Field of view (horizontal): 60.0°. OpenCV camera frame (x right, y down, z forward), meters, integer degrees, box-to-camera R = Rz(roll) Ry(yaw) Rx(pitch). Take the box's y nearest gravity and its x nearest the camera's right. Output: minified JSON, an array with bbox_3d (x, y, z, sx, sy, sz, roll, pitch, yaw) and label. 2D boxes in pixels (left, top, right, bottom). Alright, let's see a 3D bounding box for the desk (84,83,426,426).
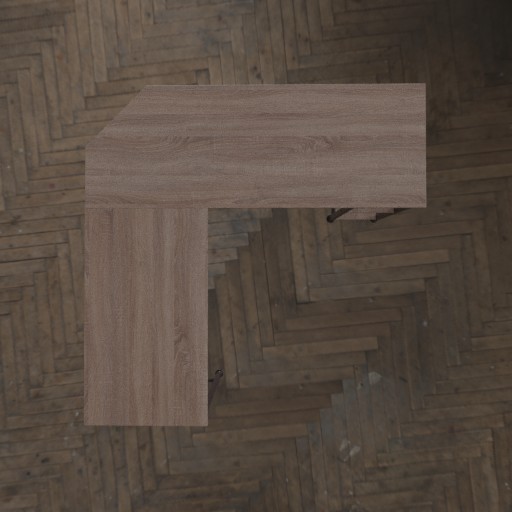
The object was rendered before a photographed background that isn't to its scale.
[{"bbox_3d":[0.000,0.000,2.158,1.379,0.739,1.379,0,89,1],"label":"desk"}]
